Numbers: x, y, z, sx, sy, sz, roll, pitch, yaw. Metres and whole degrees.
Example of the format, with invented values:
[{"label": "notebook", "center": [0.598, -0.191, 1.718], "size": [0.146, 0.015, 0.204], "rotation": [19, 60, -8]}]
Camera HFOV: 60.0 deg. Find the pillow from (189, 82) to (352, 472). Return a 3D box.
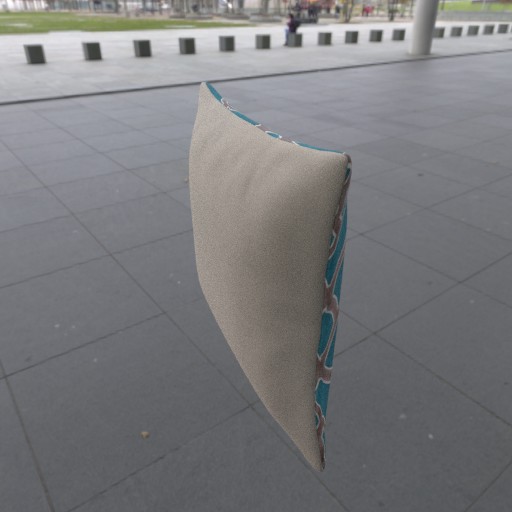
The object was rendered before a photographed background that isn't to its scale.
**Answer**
[{"label": "pillow", "center": [0.000, 0.000, 0.777], "size": [0.166, 0.507, 0.526], "rotation": [-11, 31, -19]}]
